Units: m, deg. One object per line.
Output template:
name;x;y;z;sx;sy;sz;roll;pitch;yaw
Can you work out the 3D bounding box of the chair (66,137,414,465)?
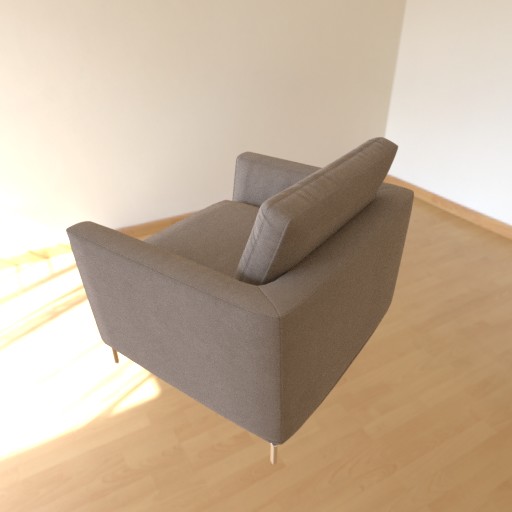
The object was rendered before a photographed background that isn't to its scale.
chair;0.000;0.000;1.716;0.889;0.864;1.041;20;36;30
